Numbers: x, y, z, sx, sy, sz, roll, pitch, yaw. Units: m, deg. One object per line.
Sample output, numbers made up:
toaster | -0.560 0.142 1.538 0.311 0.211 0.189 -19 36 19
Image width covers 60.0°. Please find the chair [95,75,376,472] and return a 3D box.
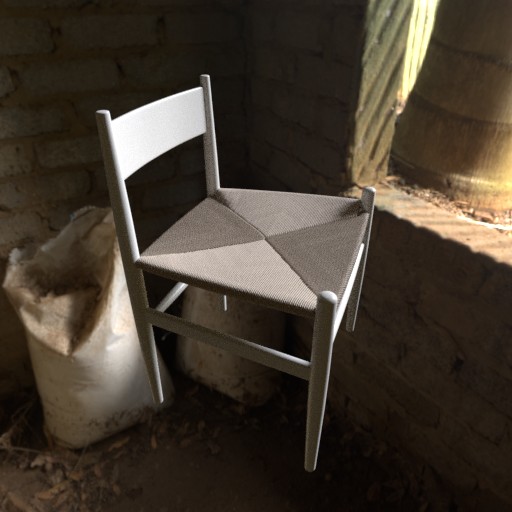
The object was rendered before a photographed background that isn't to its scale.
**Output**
chair | 0.000 0.000 1.108 0.495 0.762 0.556 11 33 17
